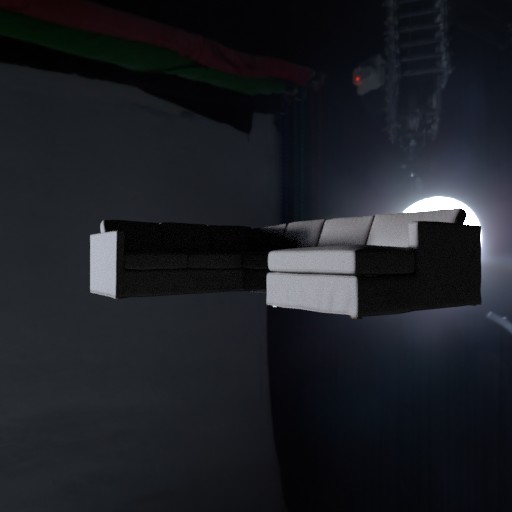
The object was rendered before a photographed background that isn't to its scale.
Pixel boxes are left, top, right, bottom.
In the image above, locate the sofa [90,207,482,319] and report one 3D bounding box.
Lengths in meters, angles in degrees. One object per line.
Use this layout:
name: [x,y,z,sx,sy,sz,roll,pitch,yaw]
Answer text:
sofa: [0.000,0.000,4.549,2.427,0.882,3.460,0,-1,-35]
